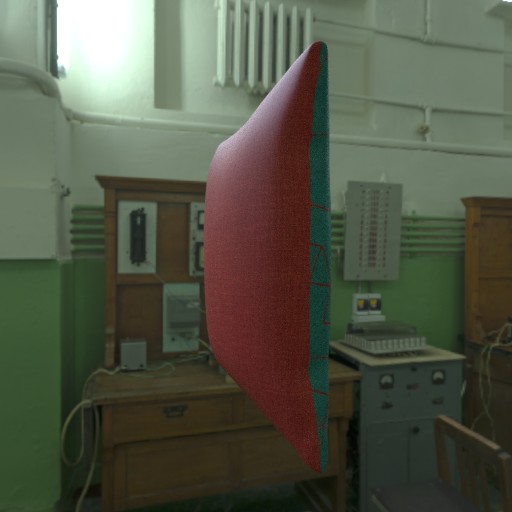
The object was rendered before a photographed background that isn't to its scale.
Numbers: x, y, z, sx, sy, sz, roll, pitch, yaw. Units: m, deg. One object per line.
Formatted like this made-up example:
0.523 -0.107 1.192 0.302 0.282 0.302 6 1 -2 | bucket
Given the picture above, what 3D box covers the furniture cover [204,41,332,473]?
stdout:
0.000 0.000 0.763 0.158 0.508 0.517 0 1 -17 | furniture cover
